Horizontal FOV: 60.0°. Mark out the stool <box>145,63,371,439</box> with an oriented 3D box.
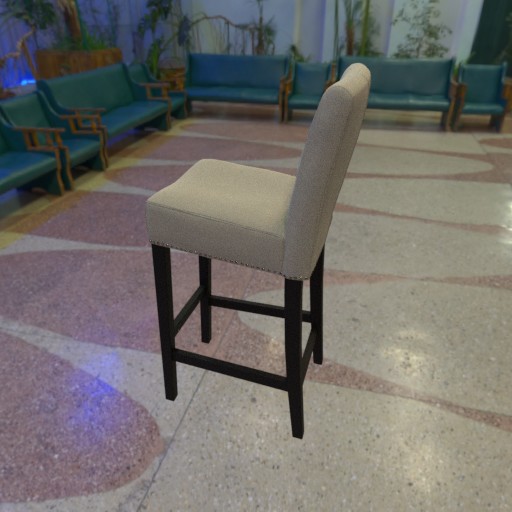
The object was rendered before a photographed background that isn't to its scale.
[{"bbox_3d":[0.000,0.000,1.331,0.548,1.047,0.411,9,31,15],"label":"stool"}]
